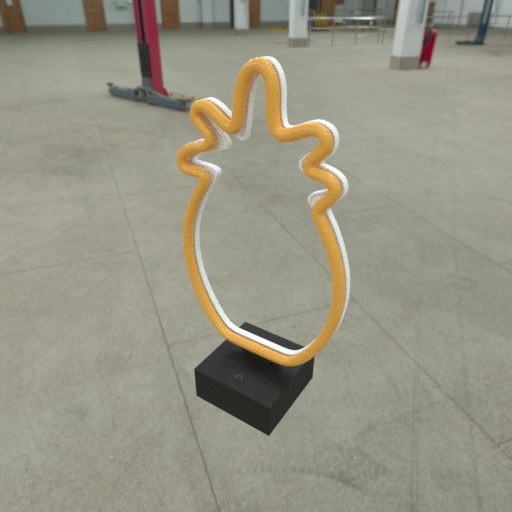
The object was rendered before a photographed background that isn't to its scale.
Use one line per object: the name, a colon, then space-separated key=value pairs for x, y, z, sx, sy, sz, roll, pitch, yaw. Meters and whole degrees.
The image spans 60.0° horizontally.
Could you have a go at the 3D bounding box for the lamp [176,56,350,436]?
lamp: x=0.000 y=0.000 z=0.385 sx=0.167 sy=0.317 sz=0.088 roll=18 pitch=35 yaw=28
